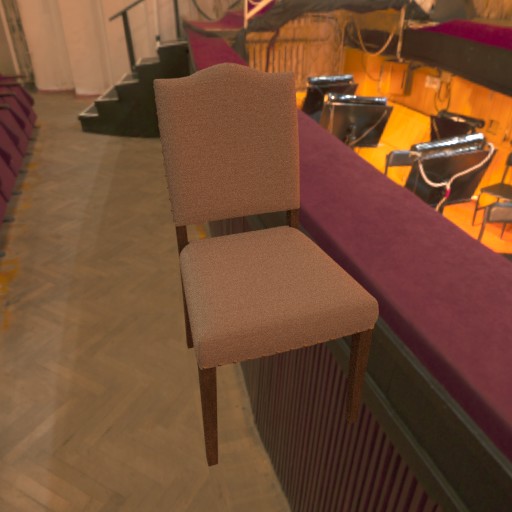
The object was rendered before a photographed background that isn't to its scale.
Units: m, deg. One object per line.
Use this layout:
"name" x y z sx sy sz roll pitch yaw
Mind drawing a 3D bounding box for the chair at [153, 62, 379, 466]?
"chair" 0.000 0.000 1.353 0.508 1.020 0.620 -10 33 -16
